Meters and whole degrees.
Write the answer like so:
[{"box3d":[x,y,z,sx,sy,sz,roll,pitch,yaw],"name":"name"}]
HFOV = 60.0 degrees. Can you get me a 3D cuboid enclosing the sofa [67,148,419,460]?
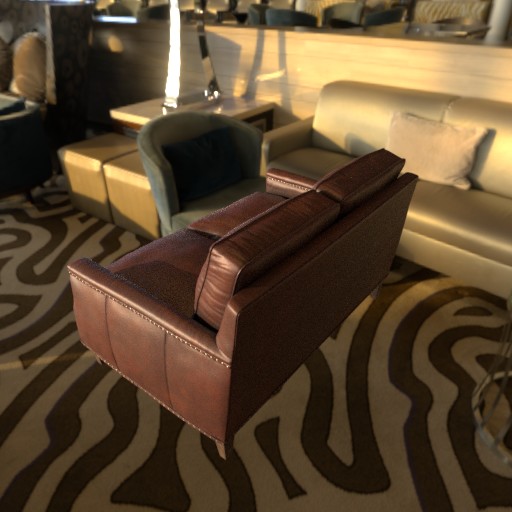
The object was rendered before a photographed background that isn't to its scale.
[{"box3d":[0.000,0.000,2.349,1.083,1.003,1.628,23,38,32],"name":"sofa"}]
